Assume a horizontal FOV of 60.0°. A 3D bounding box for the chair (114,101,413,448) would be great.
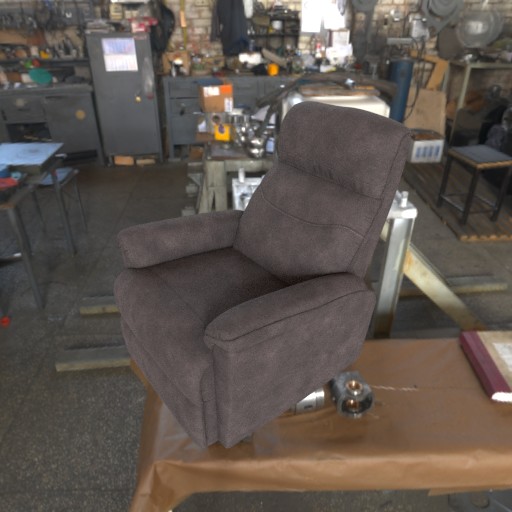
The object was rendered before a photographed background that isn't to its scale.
[{"bbox_3d":[0.000,0.000,1.743,1.009,1.035,0.830,-21,36,-31],"label":"chair"}]
